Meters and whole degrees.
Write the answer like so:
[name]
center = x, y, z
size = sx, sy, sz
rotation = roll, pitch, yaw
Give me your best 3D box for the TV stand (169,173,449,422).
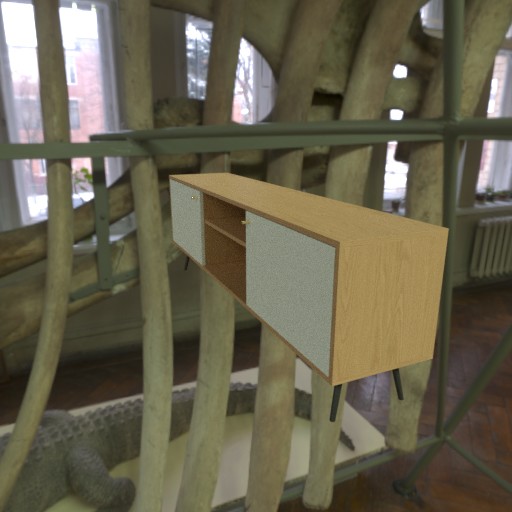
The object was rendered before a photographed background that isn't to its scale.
[TV stand]
center = 0.000, 0.000, 2.028
size = 0.400, 0.580, 1.760
rotation = -7, 18, -23
